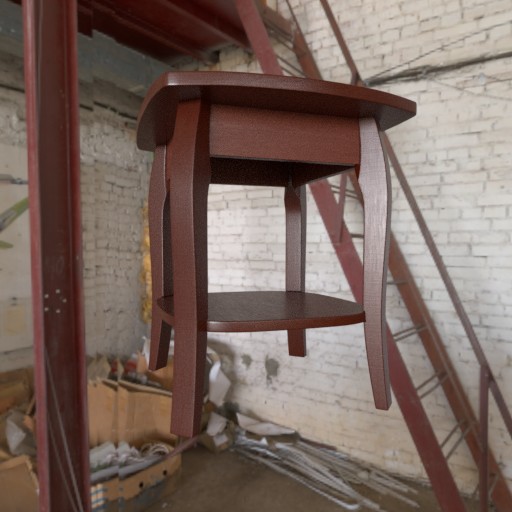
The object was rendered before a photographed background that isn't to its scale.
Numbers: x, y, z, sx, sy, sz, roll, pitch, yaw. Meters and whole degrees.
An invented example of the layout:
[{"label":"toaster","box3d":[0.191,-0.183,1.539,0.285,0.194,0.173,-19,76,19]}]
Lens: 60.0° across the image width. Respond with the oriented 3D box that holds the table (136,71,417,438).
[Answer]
[{"label":"table","box3d":[0.000,0.000,0.846,0.433,0.496,0.502,-1,2,-19]}]
